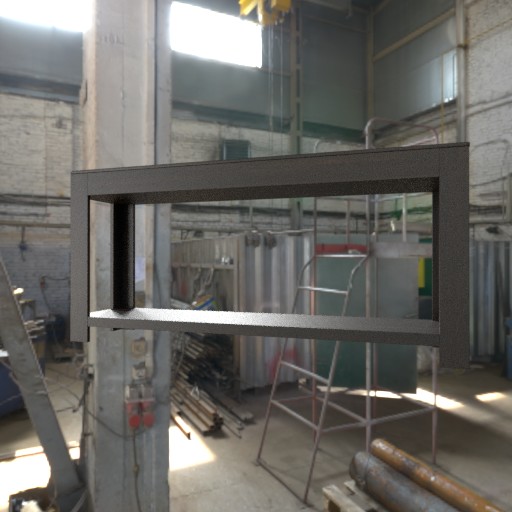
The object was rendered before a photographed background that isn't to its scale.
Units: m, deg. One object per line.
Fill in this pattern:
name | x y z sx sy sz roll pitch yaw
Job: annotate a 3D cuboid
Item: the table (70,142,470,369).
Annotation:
table | 0.000 0.000 1.914 1.631 0.762 0.384 0 0 18
